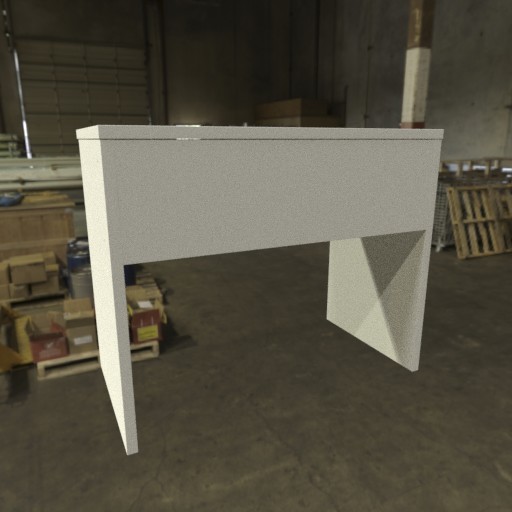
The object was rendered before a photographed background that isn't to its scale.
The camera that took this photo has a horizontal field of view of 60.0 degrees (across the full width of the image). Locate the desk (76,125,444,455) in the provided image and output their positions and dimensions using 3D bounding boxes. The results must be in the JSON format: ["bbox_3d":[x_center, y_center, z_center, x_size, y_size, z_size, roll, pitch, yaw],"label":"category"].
[{"bbox_3d":[0.000,0.000,1.330,0.900,0.729,0.498,-7,16,-25],"label":"desk"}]
